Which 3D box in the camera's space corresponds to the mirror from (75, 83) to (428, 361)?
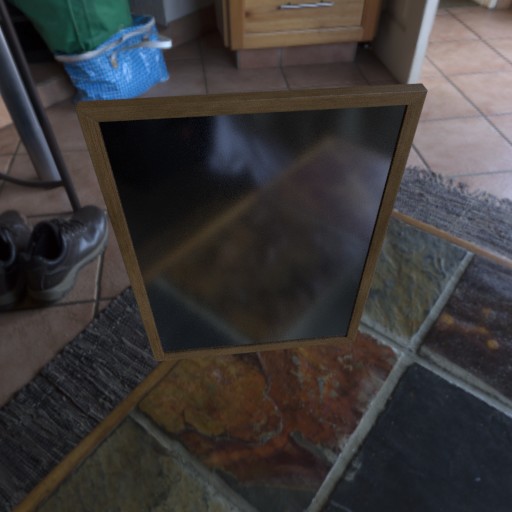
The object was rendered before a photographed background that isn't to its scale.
[{"bbox_3d":[0.000,0.000,1.333,0.762,1.016,0.040,-5,47,-4],"label":"mirror"}]
